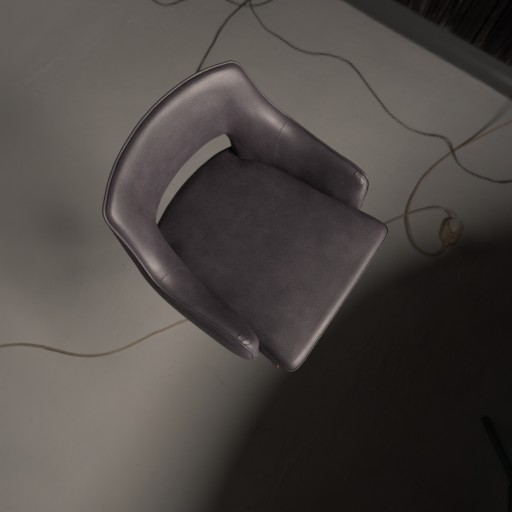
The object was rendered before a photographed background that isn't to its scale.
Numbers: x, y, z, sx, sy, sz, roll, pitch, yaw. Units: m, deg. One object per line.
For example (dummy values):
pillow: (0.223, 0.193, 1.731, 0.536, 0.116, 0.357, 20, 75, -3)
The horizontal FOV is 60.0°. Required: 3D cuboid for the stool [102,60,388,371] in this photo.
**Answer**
stool: (0.000, 0.000, 1.343, 0.560, 1.041, 0.550, 35, 78, 9)
